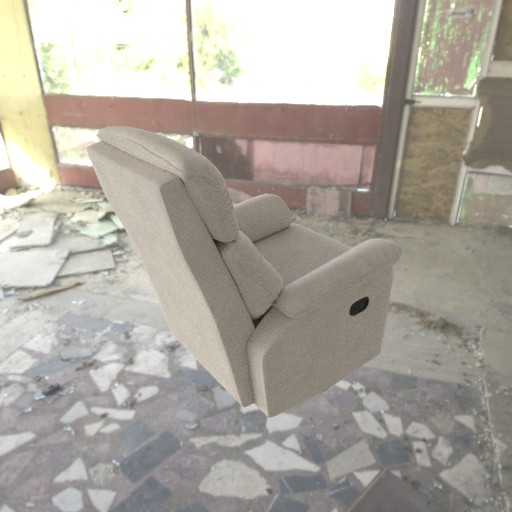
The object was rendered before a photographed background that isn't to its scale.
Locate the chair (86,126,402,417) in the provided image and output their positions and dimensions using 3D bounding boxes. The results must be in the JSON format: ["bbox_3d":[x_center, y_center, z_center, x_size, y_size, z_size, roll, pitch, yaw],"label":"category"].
[{"bbox_3d":[0.000,0.000,1.736,1.001,1.039,0.820,-18,31,-33],"label":"chair"}]
